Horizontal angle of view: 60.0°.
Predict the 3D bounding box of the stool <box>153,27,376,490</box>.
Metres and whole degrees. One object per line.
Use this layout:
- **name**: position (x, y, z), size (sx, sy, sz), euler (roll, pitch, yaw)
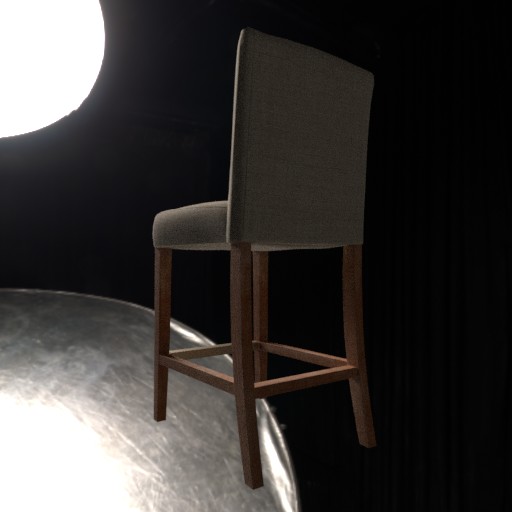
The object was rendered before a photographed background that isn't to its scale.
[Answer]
- **stool**: position (0.000, 0.000, 1.321), size (0.454, 1.039, 0.567), euler (1, -1, -35)
